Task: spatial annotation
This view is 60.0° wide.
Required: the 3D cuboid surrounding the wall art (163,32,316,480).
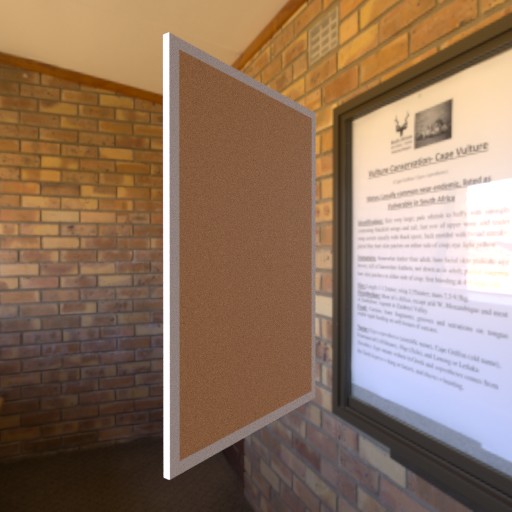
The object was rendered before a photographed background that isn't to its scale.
[{"bbox_3d":[0.000,0.000,0.839,0.013,0.656,0.456,0,0,35],"label":"wall art"}]
